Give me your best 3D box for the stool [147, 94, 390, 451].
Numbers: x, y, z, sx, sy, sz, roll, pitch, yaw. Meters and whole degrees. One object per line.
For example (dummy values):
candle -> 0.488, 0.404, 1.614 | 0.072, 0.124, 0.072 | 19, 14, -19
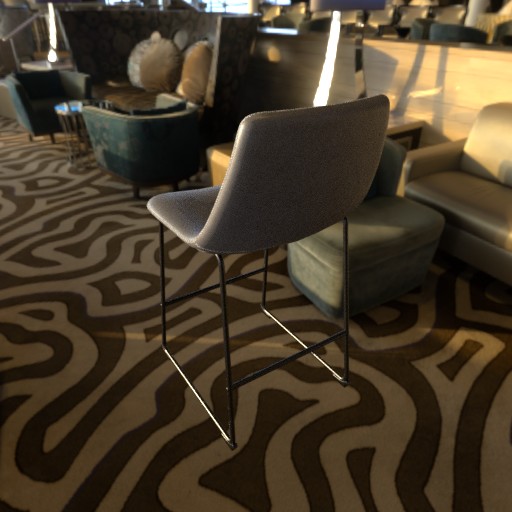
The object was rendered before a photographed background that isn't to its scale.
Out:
stool -> 0.000, 0.000, 1.193 | 0.470, 0.876, 0.546 | -18, 35, -28
